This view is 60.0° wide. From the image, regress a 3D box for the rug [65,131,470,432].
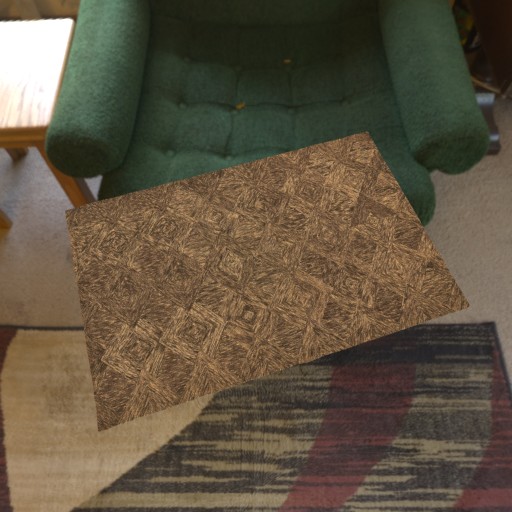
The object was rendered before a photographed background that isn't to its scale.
[{"bbox_3d":[0.000,0.000,2.281,1.808,0.011,1.189,-16,64,-8],"label":"rug"}]
